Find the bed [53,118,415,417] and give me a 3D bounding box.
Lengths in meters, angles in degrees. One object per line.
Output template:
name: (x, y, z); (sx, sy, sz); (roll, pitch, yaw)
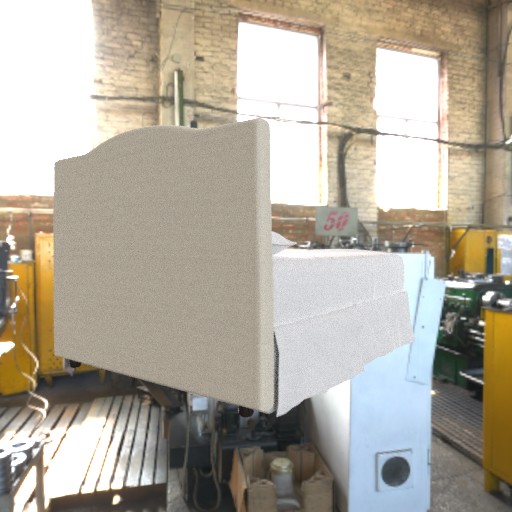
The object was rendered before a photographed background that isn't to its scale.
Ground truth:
bed: (0.000, 0.000, 3.302); (1.741, 1.449, 2.196); (1, 2, 36)
